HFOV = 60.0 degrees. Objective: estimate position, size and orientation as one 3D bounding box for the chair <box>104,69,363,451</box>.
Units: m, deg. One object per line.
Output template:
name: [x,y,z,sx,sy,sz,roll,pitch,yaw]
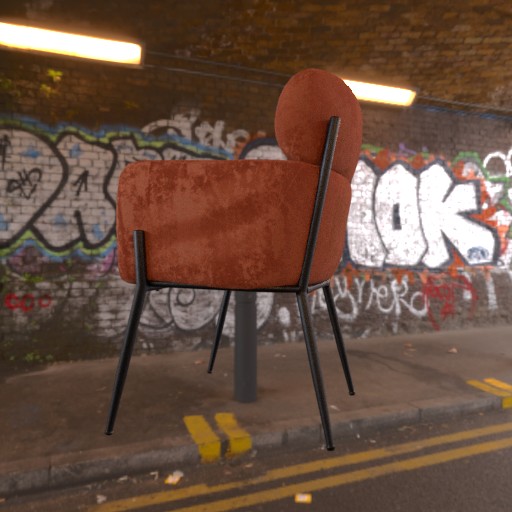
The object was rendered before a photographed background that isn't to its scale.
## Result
chair: [0.000,0.000,1.123,0.523,0.772,0.561,0,0,19]
